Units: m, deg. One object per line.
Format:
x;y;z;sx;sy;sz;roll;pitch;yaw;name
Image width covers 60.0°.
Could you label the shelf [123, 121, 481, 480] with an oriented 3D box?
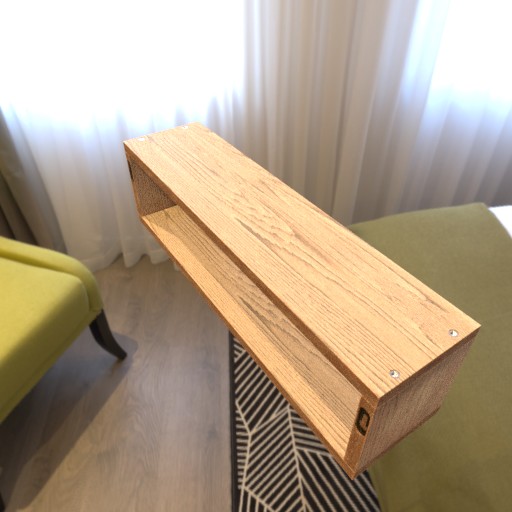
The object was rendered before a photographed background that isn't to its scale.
0.000;0.000;0.673;0.150;0.170;0.610;-24;46;-25;shelf
